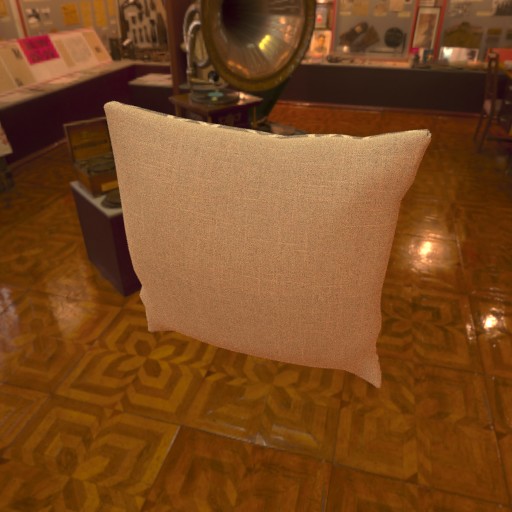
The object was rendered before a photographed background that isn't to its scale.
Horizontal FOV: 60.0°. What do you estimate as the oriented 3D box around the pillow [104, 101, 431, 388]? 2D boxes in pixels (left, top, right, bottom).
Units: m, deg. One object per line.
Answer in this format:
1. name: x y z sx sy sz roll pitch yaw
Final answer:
1. pillow: 0.000 0.000 0.790 0.508 0.498 0.215 10 34 15
